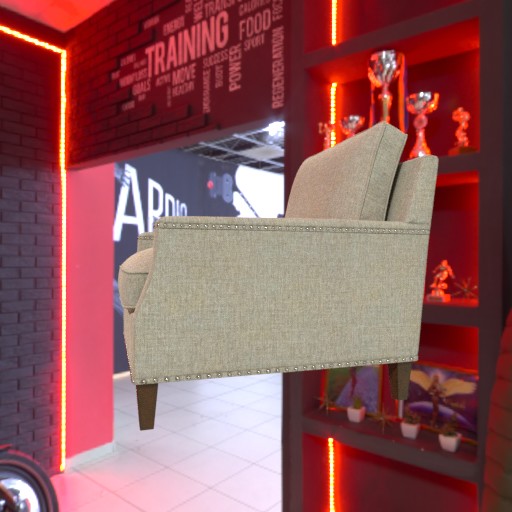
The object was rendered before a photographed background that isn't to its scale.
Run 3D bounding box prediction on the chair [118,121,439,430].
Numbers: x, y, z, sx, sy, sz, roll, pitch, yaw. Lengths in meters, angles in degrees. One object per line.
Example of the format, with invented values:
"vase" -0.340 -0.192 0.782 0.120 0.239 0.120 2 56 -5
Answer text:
"chair" 0.000 0.000 1.711 1.014 0.943 0.853 0 0 -18
